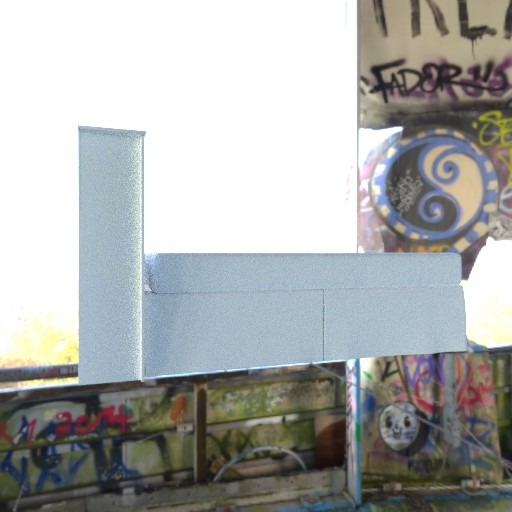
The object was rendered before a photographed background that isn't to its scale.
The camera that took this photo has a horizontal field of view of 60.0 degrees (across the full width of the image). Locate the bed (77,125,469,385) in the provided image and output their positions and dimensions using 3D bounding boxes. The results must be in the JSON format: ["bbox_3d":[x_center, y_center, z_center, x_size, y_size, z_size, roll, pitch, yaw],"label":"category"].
[{"bbox_3d":[0.000,0.000,2.966,2.133,1.092,1.671,0,0,-19],"label":"bed"}]
